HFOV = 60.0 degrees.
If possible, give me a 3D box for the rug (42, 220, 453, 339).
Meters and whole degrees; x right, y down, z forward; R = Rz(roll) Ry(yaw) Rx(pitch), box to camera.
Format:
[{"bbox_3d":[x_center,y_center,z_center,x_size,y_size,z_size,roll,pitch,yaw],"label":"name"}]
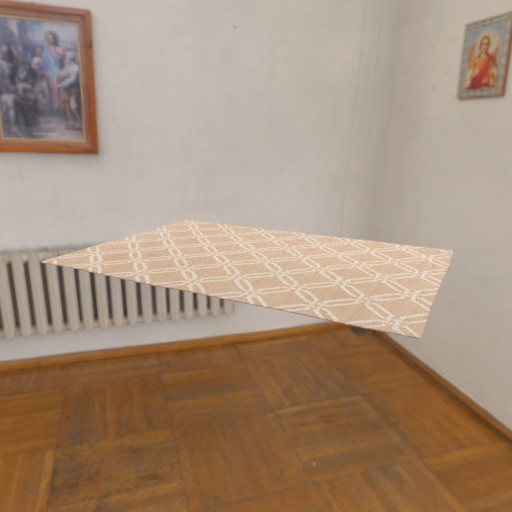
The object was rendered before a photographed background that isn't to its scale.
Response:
[{"bbox_3d":[0.000,0.000,2.219,1.745,0.010,1.146,8,18,26],"label":"rug"}]
